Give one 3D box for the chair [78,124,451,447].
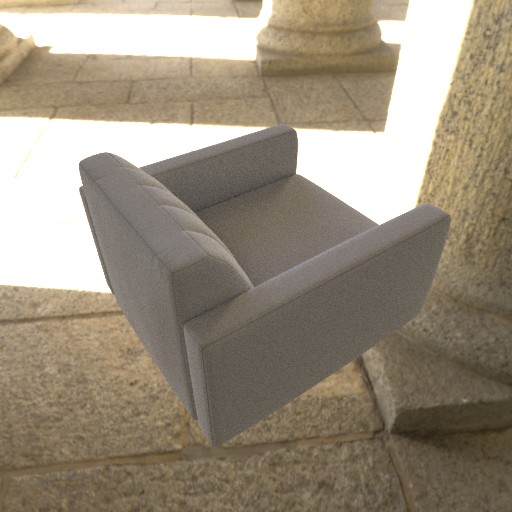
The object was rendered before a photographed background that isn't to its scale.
[{"bbox_3d":[0.000,0.000,1.680,0.998,0.819,0.953,-25,46,-26],"label":"chair"}]
